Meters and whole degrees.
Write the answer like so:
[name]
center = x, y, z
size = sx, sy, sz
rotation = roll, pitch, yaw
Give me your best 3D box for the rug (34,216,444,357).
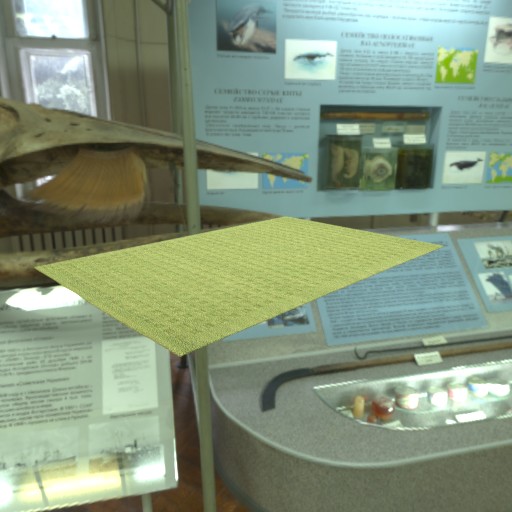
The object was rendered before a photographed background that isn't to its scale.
[rug]
center = 0.000, 0.000, 2.937
size = 2.297, 0.007, 1.529
rotation = -15, 22, -42
